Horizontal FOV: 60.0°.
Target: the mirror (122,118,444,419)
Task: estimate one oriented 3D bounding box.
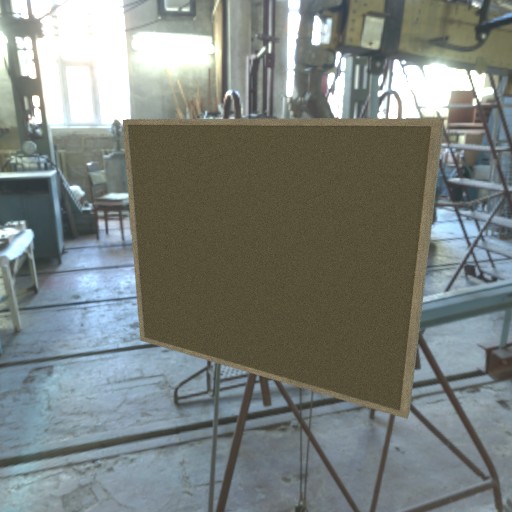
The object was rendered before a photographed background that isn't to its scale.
[{"bbox_3d":[0.000,0.000,1.161,0.839,0.689,0.028,9,19,27],"label":"mirror"}]
